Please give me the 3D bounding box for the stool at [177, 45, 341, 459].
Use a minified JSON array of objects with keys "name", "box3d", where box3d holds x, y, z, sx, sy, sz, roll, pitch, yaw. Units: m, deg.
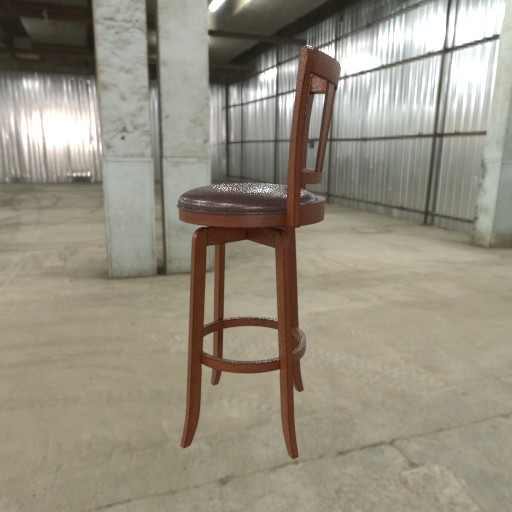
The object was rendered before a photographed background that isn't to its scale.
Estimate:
[{"name":"stool","box3d":[0.000,0.000,1.459,0.503,1.177,0.464,2,13,8]}]
